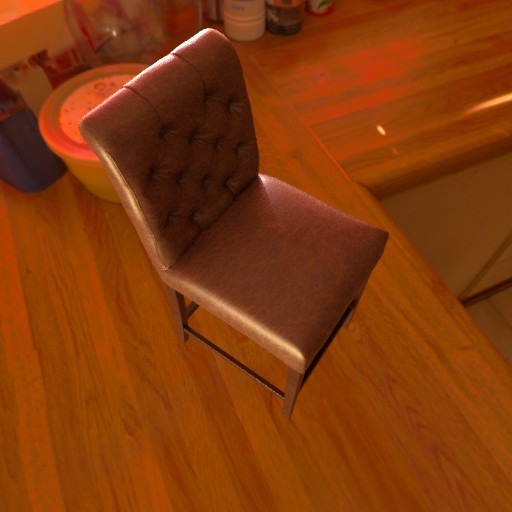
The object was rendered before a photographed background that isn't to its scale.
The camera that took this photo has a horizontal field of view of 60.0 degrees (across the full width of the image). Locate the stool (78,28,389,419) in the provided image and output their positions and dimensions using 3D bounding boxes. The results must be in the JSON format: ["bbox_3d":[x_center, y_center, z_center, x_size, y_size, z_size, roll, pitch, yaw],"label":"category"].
[{"bbox_3d":[0.000,0.000,1.393,0.660,1.084,0.486,31,62,18],"label":"stool"}]
